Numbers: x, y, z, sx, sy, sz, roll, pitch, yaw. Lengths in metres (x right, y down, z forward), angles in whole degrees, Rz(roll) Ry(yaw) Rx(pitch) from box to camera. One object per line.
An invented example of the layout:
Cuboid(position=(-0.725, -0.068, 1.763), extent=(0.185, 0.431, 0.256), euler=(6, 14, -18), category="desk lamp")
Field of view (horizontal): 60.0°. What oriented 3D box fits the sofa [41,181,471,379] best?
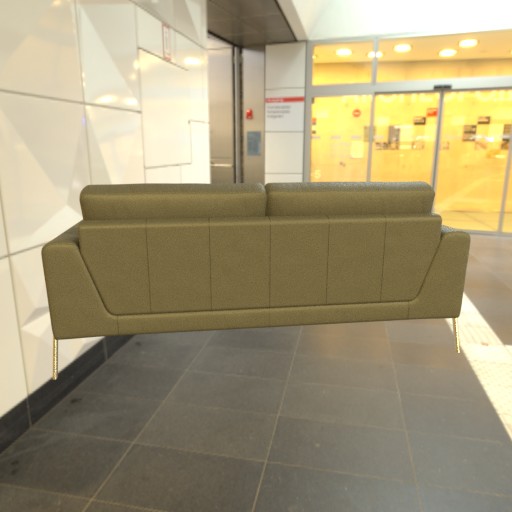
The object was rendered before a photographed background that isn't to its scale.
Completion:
Cuboid(position=(0.000, 0.000, 2.514), extent=(2.017, 0.875, 0.953), euler=(-2, 14, -8), category="sofa")
